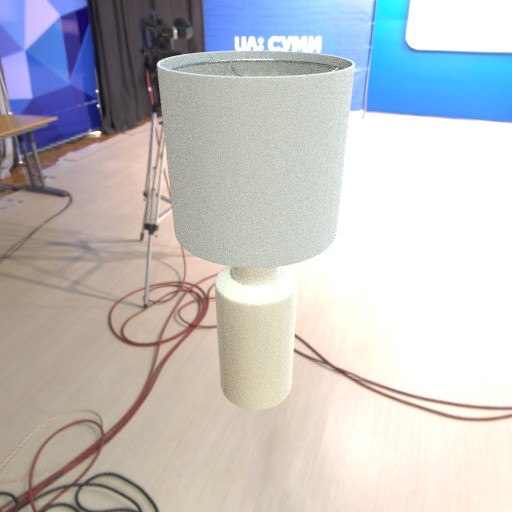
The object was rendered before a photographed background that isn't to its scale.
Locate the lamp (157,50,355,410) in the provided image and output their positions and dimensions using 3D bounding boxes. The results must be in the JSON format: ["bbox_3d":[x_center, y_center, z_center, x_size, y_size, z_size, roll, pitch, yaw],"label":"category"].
[{"bbox_3d":[0.000,0.000,0.608,0.212,0.493,0.212,-10,32,-16],"label":"lamp"}]
